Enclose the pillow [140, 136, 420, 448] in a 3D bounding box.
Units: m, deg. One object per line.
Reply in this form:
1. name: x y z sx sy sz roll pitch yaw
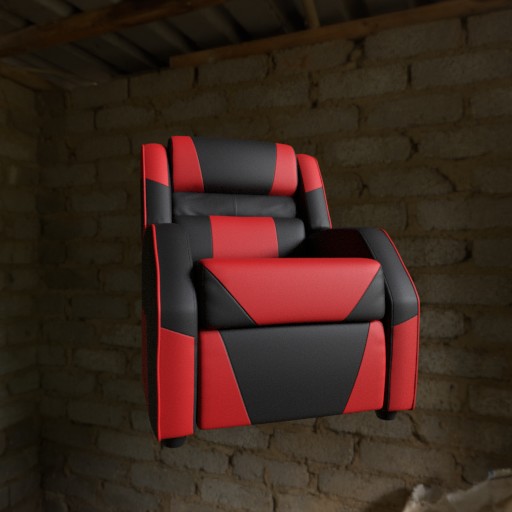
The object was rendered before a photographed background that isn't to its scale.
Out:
1. pillow: 0.000 0.000 1.266 0.620 0.805 0.672 0 0 -17
